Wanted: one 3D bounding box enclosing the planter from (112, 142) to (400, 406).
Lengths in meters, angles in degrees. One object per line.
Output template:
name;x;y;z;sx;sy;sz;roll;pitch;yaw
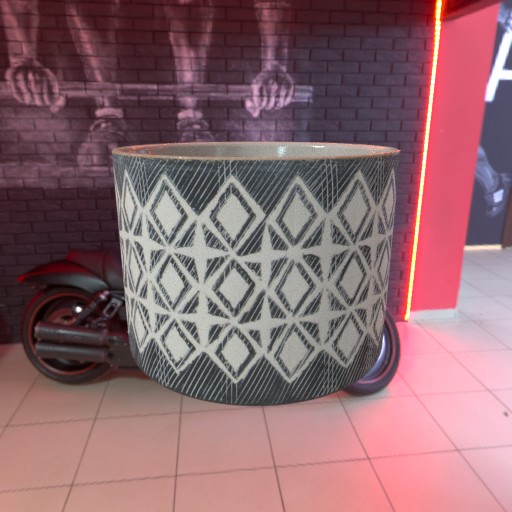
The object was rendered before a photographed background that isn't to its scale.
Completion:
planter;0.000;0.000;0.219;0.126;0.104;0.126;0;17;0
